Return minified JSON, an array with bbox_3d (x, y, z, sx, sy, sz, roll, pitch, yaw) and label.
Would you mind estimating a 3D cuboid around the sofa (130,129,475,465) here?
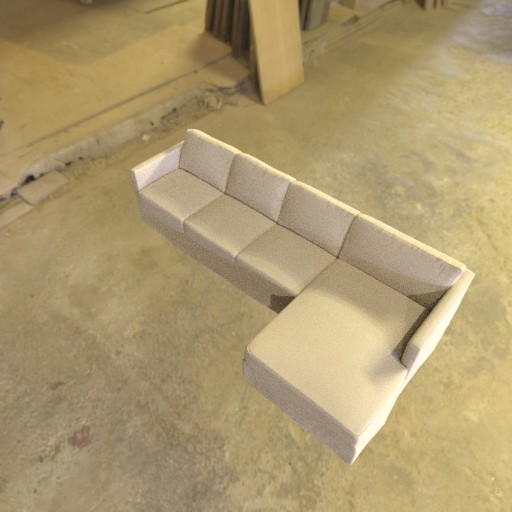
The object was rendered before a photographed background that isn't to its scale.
[{"bbox_3d":[0.000,0.000,3.932,3.206,0.871,1.622,32,54,28],"label":"sofa"}]
